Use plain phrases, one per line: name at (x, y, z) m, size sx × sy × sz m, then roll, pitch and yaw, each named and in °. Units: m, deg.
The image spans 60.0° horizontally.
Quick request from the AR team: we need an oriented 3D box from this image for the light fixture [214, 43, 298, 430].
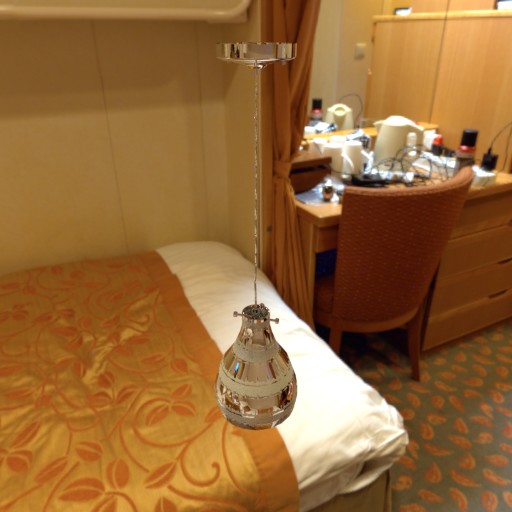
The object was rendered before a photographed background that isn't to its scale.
light fixture at (0.000, 0.000, 1.684) m, size 0.374 × 1.457 × 0.374 m, roll 7°, pitch 28°, yaw 14°
